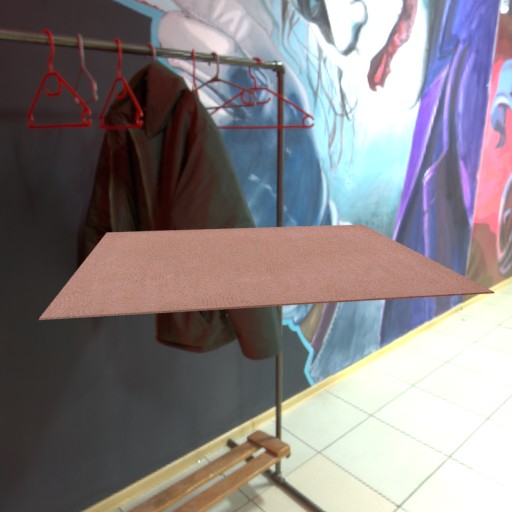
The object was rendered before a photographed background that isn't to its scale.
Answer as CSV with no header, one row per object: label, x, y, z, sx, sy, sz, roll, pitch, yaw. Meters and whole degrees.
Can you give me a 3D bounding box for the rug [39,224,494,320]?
rug,0.000,0.000,3.458,2.584,0.011,2.073,-2,16,-8
